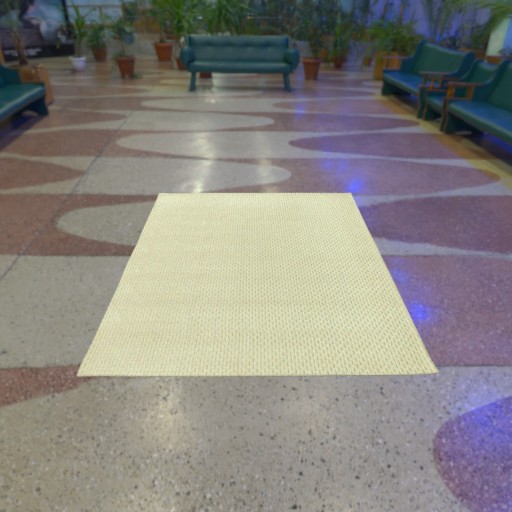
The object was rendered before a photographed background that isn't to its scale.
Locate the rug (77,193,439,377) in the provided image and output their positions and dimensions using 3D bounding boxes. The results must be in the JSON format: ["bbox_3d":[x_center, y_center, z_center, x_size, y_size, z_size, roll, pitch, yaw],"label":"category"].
[{"bbox_3d":[0.000,0.000,4.012,2.277,0.035,2.897,0,31,0],"label":"rug"}]
